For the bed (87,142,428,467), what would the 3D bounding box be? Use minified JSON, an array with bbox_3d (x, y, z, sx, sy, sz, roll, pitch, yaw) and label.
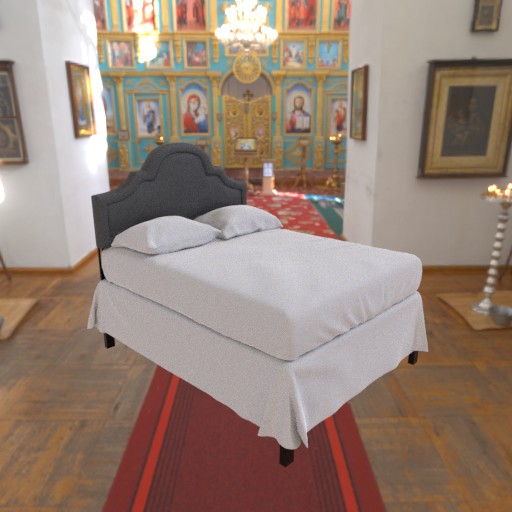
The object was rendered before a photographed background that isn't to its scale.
[{"bbox_3d":[0.000,0.000,3.358,2.222,1.634,1.780,15,21,42],"label":"bed"}]
